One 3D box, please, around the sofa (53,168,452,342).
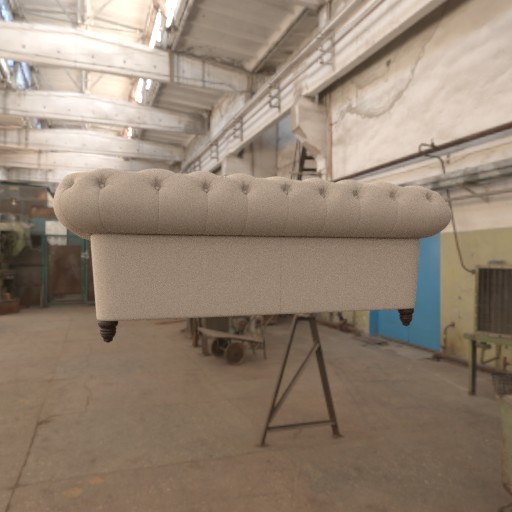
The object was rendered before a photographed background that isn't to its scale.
[{"bbox_3d":[0.000,0.000,2.456,1.998,0.764,0.986,0,0,-17],"label":"sofa"}]
